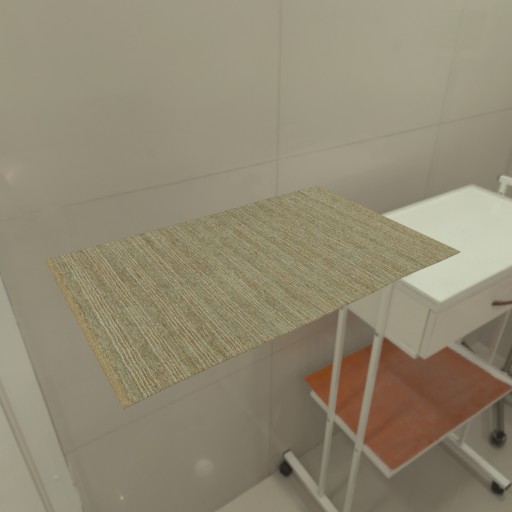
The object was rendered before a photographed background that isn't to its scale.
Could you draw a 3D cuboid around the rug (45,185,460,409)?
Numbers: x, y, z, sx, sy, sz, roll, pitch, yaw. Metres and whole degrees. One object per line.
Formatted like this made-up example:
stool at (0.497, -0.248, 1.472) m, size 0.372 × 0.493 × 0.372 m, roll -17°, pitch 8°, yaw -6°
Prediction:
rug at (0.000, 0.000, 3.077) m, size 2.448 × 0.012 × 1.540 m, roll -19°, pitch 35°, yaw -29°
